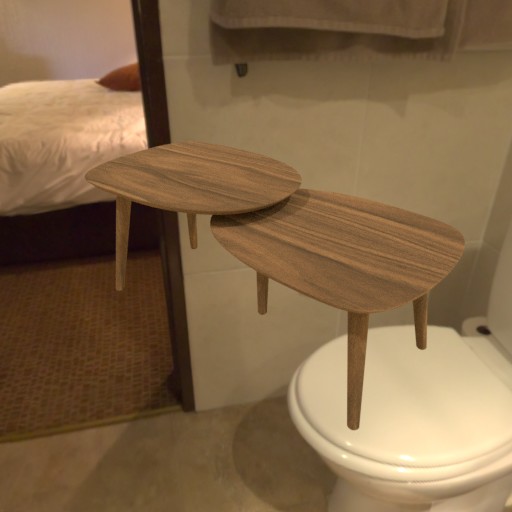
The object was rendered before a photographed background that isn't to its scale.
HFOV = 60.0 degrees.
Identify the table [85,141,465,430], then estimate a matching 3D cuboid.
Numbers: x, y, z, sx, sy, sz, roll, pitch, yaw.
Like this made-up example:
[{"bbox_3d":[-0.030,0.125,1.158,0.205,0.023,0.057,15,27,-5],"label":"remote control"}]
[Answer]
[{"bbox_3d":[0.000,0.000,1.338,1.084,0.429,0.527,22,37,33],"label":"table"}]
